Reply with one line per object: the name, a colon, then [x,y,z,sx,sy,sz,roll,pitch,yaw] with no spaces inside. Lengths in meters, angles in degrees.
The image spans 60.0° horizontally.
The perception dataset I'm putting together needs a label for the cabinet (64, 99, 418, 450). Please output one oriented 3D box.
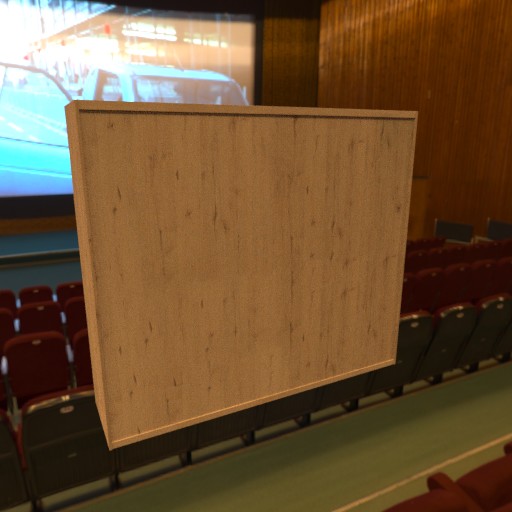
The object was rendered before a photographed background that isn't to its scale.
cabinet: [0.000,0.000,3.461,2.500,2.180,0.660,-8,17,-26]
